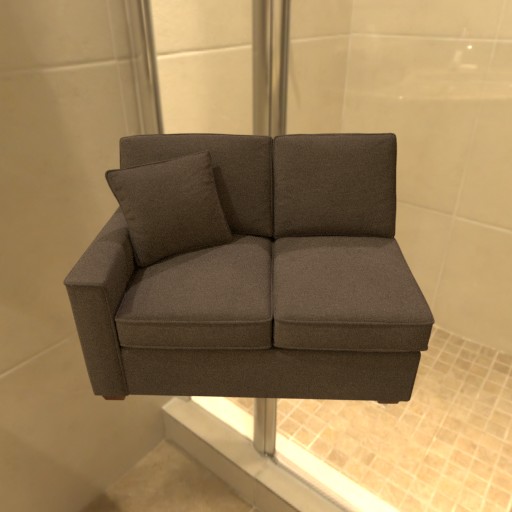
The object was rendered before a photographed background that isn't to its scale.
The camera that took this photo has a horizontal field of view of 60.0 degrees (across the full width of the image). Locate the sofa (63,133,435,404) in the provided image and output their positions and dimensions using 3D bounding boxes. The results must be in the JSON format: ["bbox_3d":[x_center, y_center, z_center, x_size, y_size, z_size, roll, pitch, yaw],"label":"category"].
[{"bbox_3d":[0.000,0.000,2.071,1.388,0.989,0.991,1,30,1],"label":"sofa"}]
